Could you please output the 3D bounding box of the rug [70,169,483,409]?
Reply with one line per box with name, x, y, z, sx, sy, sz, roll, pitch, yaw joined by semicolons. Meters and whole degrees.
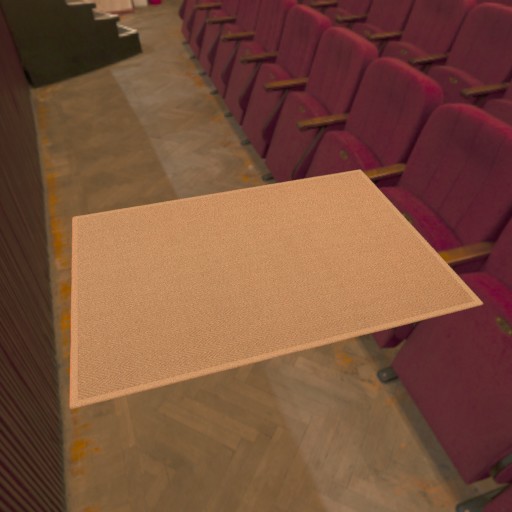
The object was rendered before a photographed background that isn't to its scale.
rug;0.000;0.000;2.818;2.244;0.017;1.532;-11;43;-12
